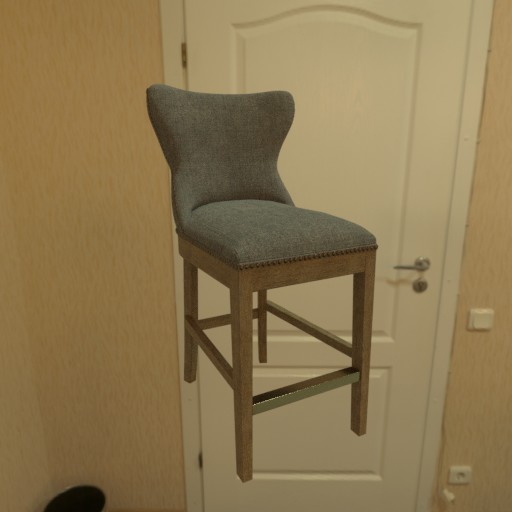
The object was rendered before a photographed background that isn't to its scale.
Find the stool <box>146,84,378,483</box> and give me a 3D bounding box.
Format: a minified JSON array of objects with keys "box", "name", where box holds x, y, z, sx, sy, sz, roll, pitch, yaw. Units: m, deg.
[{"box":[0.000,0.000,1.325,0.498,0.981,0.608,-8,17,-27],"name":"stool"}]
